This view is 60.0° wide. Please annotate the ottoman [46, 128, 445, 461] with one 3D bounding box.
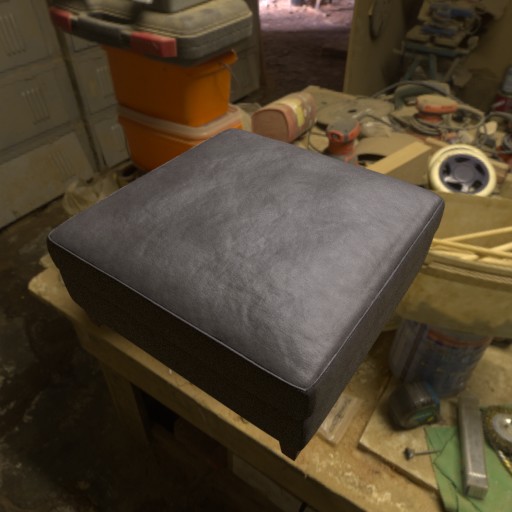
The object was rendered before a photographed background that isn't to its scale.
[{"bbox_3d":[0.000,0.000,1.339,0.844,0.415,0.836,25,47,26],"label":"ottoman"}]
